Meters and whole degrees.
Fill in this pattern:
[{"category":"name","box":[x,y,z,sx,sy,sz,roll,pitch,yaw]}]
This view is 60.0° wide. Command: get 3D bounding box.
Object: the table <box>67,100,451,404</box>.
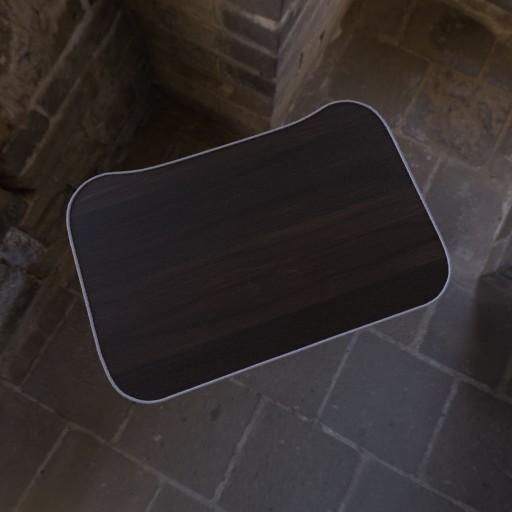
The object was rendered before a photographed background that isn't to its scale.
[{"category":"table","box":[0.000,0.000,0.859,0.660,0.232,0.400,-19,76,-5]}]
